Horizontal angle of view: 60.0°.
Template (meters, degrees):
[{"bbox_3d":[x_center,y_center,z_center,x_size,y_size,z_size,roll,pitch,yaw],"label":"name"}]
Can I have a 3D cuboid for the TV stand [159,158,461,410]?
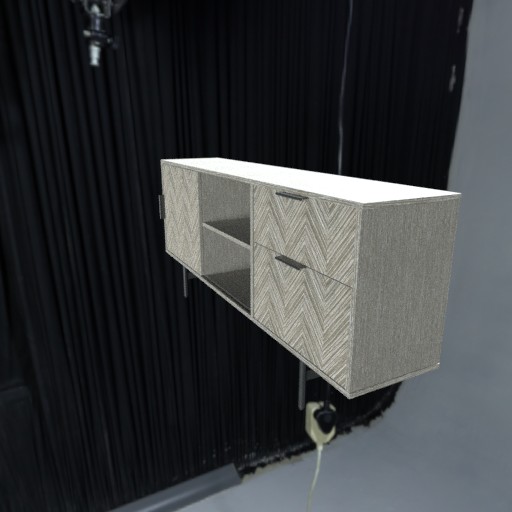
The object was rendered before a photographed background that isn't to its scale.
[{"bbox_3d":[0.000,0.000,2.079,0.405,0.787,1.804,-8,18,-27],"label":"TV stand"}]
